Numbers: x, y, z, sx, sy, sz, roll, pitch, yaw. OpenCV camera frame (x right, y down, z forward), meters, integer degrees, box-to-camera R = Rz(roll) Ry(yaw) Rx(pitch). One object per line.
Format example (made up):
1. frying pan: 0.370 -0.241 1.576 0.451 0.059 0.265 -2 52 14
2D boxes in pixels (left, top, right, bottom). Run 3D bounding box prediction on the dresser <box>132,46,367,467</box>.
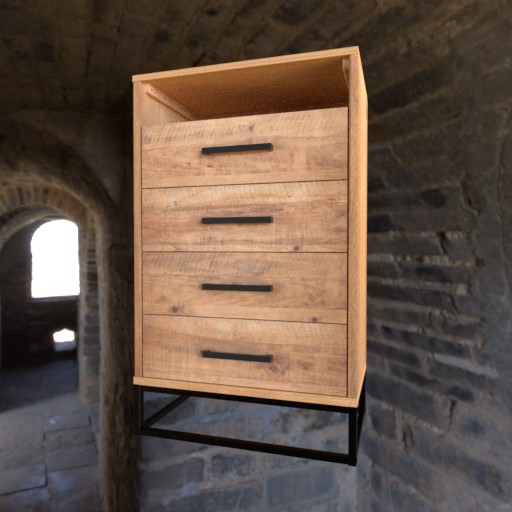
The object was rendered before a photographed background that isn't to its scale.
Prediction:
1. dresser: 0.000 0.000 1.621 0.761 1.240 0.479 0 1 17
